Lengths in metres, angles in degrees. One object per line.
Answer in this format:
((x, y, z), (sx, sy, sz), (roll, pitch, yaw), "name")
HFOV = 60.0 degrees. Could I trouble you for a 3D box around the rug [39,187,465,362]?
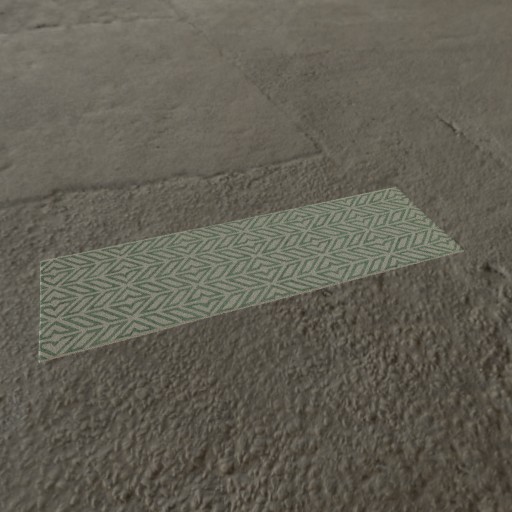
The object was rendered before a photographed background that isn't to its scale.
((0.000, 0.000, 2.656), (2.435, 0.009, 0.750), (-13, 43, -14), "rug")
